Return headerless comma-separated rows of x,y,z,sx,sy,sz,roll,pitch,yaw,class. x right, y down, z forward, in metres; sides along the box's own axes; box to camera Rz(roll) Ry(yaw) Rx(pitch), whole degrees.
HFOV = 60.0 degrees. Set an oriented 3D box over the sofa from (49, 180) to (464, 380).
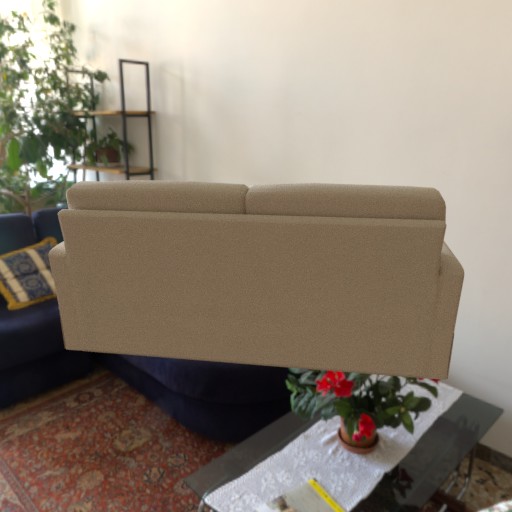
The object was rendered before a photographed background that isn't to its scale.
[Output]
0.000,0.000,2.286,1.808,0.831,0.894,2,16,8,sofa
